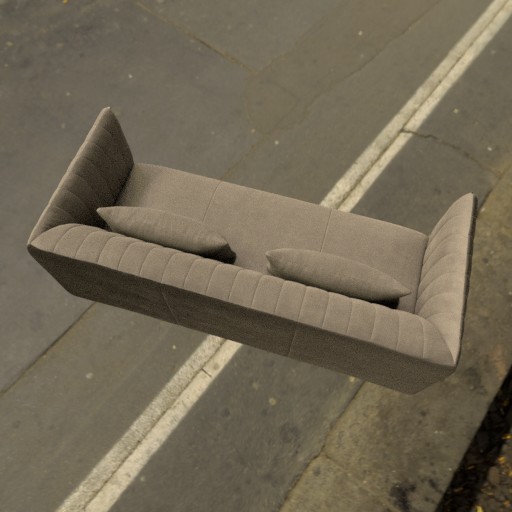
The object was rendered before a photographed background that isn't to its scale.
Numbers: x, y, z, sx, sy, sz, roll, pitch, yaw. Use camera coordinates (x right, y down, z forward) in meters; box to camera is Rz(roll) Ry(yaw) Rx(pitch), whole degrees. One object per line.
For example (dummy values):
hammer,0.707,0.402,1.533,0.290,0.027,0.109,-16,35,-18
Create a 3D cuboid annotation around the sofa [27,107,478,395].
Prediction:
sofa,0.000,0.000,2.347,1.980,0.780,0.876,15,65,7
